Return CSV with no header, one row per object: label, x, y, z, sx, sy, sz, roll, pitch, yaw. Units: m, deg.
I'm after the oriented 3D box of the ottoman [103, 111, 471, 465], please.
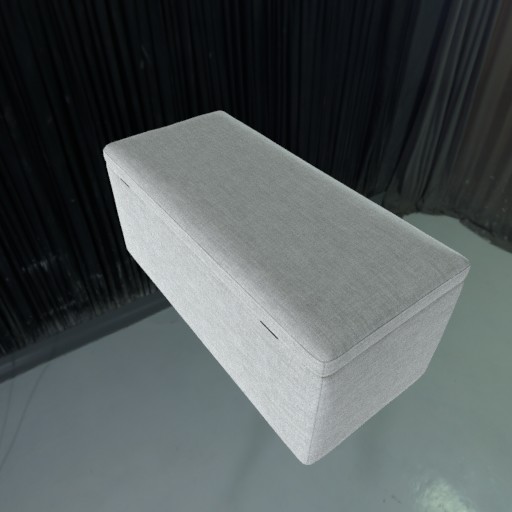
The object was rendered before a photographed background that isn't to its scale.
ottoman,0.000,0.000,1.155,0.419,0.432,0.902,-26,48,-27
